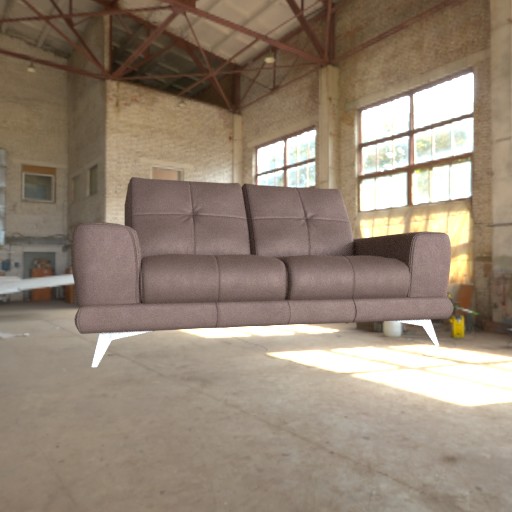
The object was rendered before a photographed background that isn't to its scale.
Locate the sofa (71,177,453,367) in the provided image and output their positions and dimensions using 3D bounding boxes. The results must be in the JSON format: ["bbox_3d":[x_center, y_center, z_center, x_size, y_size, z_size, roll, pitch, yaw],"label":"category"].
[{"bbox_3d":[0.000,0.000,2.425,1.806,0.907,1.018,0,-1,-17],"label":"sofa"}]
